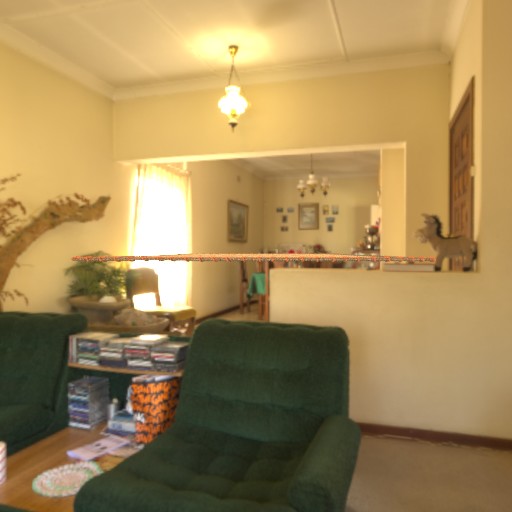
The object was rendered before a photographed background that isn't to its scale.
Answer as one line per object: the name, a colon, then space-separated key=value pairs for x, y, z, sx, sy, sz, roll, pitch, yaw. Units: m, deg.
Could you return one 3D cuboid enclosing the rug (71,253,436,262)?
rug: x=0.000 y=0.000 z=2.355 sx=1.220 sy=0.019 sz=1.838 roll=0 pitch=1 yaw=1
